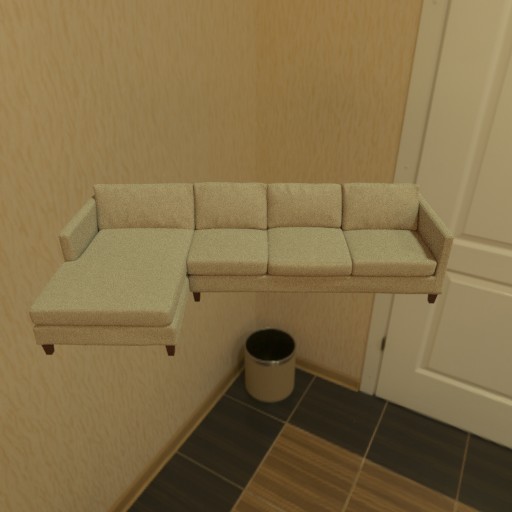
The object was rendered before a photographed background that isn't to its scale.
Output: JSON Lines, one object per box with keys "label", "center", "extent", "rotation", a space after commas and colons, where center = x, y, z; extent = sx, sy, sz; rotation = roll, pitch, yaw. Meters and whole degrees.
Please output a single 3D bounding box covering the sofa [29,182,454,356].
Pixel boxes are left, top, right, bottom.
{"label": "sofa", "center": [0.000, 0.000, 3.753], "extent": [3.186, 0.846, 1.625], "rotation": [0, 30, 1]}
